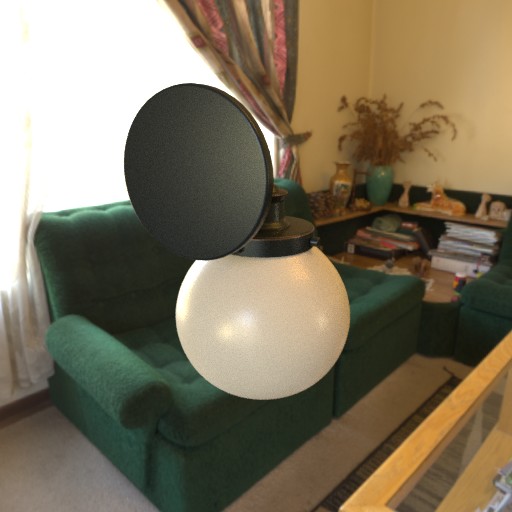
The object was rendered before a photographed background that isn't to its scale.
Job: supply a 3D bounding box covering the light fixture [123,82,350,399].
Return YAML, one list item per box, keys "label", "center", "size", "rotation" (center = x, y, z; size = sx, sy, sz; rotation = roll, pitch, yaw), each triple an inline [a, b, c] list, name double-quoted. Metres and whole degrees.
- label: "light fixture"
  center: [0.000, 0.000, 0.475]
  size: [0.197, 0.332, 0.230]
  rotation: [9, 19, 26]
